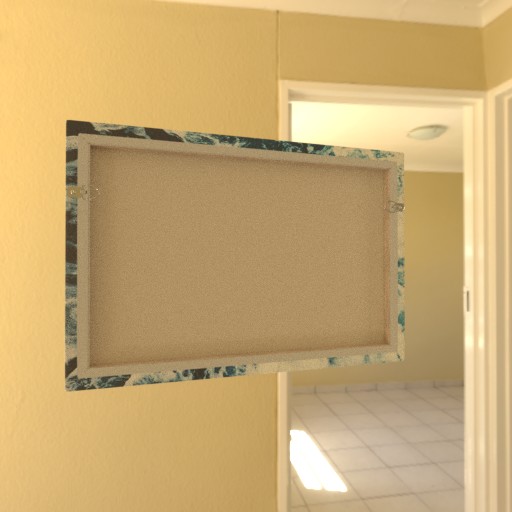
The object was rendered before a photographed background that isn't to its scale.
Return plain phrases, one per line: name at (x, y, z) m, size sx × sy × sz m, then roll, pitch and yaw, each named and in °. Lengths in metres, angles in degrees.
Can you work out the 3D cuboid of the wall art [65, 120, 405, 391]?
wall art at (0.000, 0.000, 1.928) m, size 1.524 × 1.017 × 0.055 m, roll 0°, pitch -1°, yaw -20°
